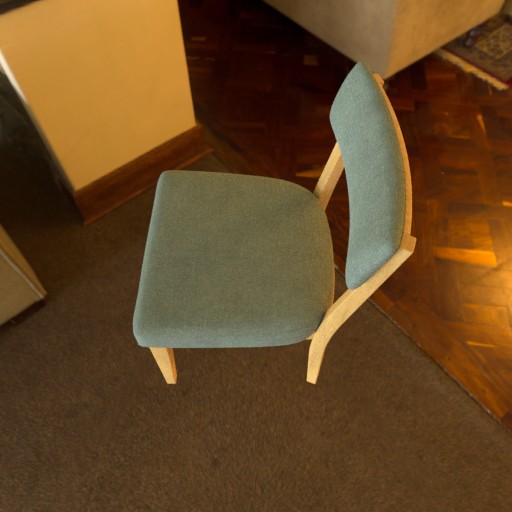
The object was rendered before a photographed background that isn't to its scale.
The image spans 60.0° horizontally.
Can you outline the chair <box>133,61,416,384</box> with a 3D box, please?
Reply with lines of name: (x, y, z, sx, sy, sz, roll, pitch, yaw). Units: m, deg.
chair: (0.000, 0.000, 1.171, 0.572, 0.832, 0.508, 1, 58, 1)
